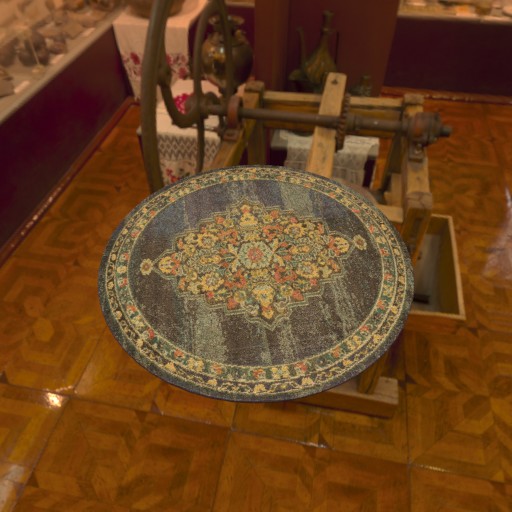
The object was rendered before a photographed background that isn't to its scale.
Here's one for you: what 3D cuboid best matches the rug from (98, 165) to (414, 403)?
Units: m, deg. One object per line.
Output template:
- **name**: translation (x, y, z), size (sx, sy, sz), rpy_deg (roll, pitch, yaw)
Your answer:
- **rug**: translation (0.000, 0.000, 2.292), size (1.591, 0.010, 1.591), rpy_deg (0, 47, 0)
